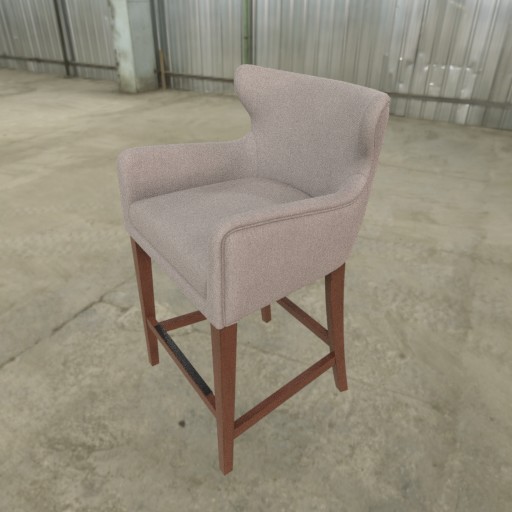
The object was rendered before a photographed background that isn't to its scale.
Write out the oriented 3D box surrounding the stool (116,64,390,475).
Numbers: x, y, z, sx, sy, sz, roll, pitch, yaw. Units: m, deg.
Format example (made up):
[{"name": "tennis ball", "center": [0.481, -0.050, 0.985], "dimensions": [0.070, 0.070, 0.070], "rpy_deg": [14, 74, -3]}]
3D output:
[{"name": "stool", "center": [0.000, 0.000, 1.287], "dimensions": [0.575, 0.951, 0.575], "rpy_deg": [-19, 36, -29]}]
